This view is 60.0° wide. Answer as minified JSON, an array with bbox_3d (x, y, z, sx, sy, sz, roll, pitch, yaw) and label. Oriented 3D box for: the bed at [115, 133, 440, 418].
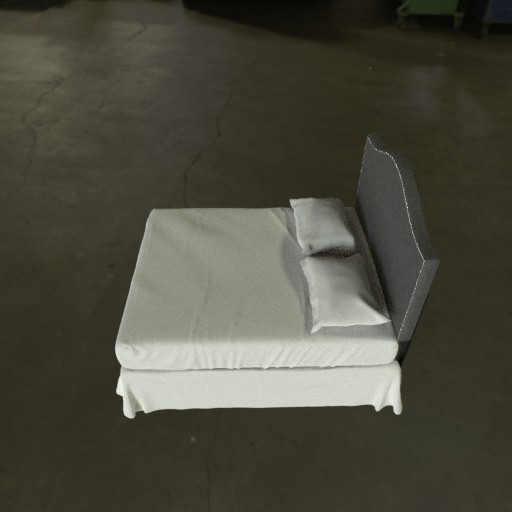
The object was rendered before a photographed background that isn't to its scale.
[{"bbox_3d":[0.000,0.000,3.495,2.221,1.645,1.876,-1,42,-1],"label":"bed"}]
